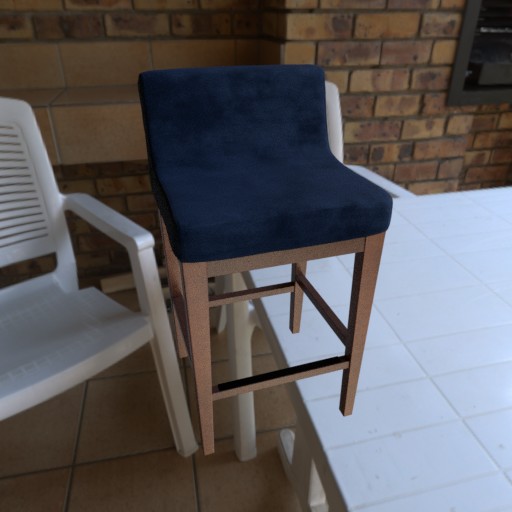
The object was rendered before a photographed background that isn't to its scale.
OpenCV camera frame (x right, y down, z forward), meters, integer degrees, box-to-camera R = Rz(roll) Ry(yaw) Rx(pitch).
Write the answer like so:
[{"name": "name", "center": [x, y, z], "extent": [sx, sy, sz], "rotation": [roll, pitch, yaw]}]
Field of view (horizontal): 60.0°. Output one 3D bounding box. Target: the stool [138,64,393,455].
[{"name": "stool", "center": [0.000, 0.000, 1.246], "extent": [0.511, 0.945, 0.516], "rotation": [-9, 31, -16]}]
